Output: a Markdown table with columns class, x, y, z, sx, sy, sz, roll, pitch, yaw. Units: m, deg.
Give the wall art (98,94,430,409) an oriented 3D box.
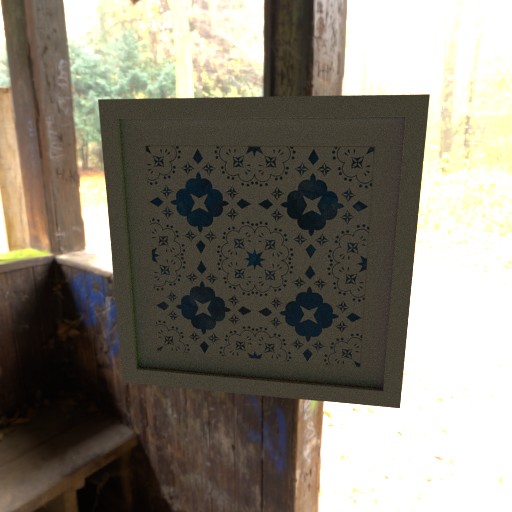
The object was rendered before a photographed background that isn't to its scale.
| class | x | y | z | sx | sy | sz | roll | pitch | yaw |
| --- | --- | --- | --- | --- | --- | --- | --- | --- | --- |
| wall art | 0.000 | 0.000 | 0.526 | 0.355 | 0.355 | 0.027 | 2 | 15 | 9 |
